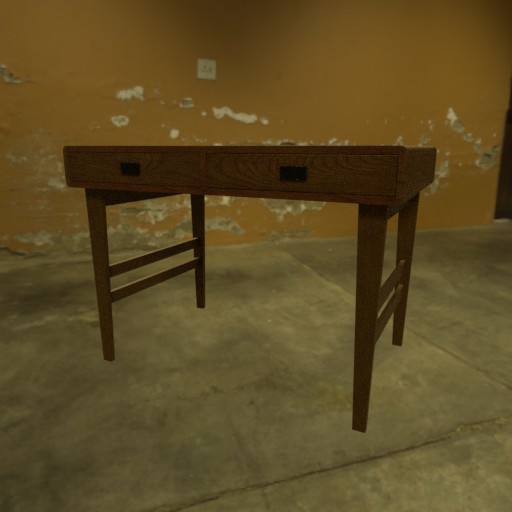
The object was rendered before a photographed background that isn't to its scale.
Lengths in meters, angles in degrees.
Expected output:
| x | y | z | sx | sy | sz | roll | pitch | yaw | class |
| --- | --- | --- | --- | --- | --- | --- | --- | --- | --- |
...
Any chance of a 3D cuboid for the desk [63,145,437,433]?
| x | y | z | sx | sy | sz | roll | pitch | yaw | class |
| --- | --- | --- | --- | --- | --- | --- | --- | --- | --- |
| 0.000 | 0.000 | 1.563 | 1.066 | 0.754 | 0.660 | 7 | 15 | 26 | desk |
